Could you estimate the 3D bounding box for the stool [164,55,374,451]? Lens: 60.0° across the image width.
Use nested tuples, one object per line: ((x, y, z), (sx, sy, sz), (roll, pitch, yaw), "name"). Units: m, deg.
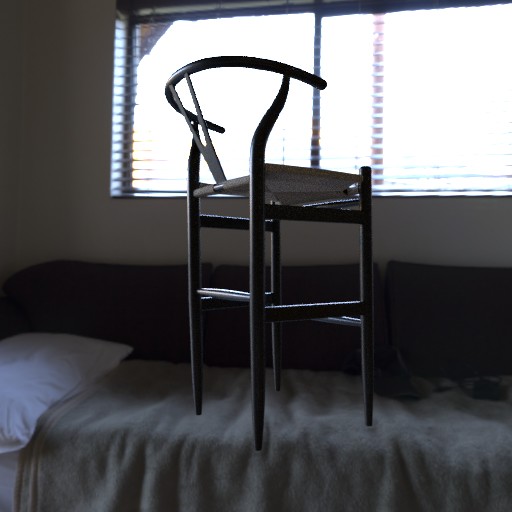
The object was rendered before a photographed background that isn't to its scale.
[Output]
((0.000, 0.000, 1.436), (0.579, 1.072, 0.569), (0, -1, -36), "stool")
